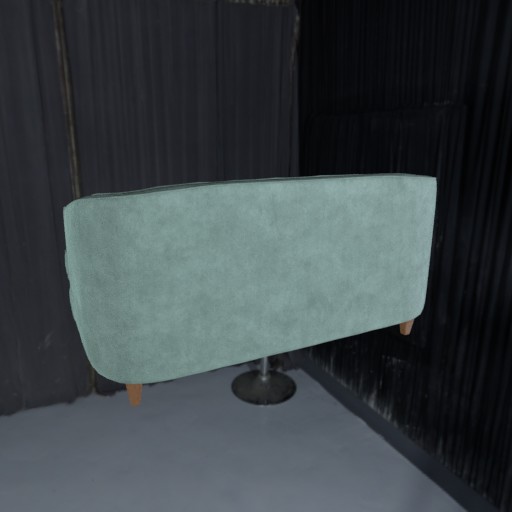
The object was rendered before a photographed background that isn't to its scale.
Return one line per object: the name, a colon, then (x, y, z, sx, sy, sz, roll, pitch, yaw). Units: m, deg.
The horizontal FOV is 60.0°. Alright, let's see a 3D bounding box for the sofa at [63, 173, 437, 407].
sofa: (0.000, 0.000, 2.236, 1.733, 0.855, 0.941, -8, 17, -26)
